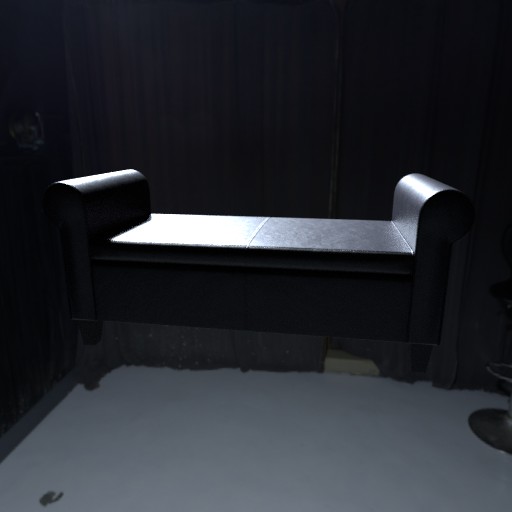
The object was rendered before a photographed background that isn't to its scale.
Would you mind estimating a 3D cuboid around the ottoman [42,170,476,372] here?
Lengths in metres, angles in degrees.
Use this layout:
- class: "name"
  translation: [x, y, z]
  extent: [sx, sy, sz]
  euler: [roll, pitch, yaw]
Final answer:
- class: "ottoman"
  translation: [0.000, 0.000, 1.556]
  extent: [1.256, 0.547, 0.521]
  euler: [3, 15, 9]
